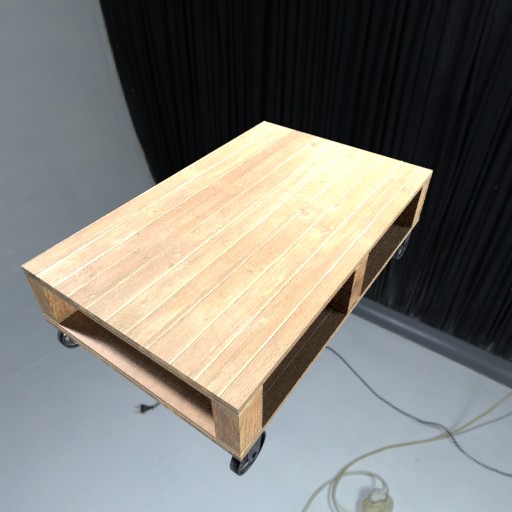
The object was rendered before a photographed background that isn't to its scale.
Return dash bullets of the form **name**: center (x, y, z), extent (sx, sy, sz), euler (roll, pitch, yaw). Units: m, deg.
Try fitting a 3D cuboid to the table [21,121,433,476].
- **table**: center (0.000, 0.000, 1.701), extent (0.827, 0.413, 1.299), euler (25, 46, 26)
